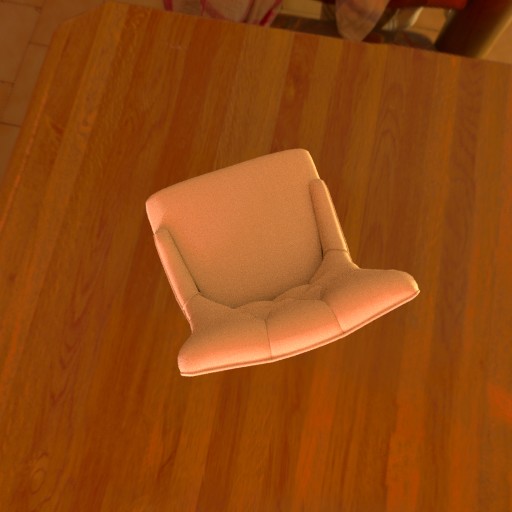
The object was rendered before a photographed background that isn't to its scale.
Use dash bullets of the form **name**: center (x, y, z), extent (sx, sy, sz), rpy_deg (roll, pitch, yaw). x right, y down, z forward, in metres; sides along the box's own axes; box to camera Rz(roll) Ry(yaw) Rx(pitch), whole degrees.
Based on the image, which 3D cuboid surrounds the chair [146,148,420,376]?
- **chair**: center (0.000, 0.000, 1.229), extent (0.509, 0.874, 0.565), rpy_deg (-18, 77, -4)
